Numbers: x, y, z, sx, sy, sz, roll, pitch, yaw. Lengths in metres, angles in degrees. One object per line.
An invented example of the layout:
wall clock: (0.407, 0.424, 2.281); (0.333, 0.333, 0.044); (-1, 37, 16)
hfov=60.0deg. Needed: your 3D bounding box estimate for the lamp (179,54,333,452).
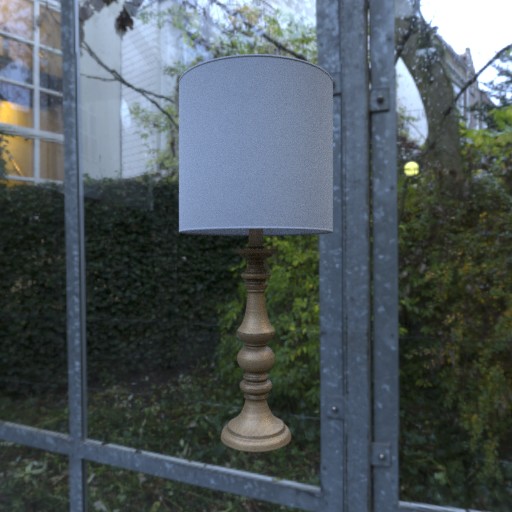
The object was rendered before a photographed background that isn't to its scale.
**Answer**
lamp: (0.000, 0.000, 0.731); (0.250, 0.597, 0.250); (0, 0, 35)
